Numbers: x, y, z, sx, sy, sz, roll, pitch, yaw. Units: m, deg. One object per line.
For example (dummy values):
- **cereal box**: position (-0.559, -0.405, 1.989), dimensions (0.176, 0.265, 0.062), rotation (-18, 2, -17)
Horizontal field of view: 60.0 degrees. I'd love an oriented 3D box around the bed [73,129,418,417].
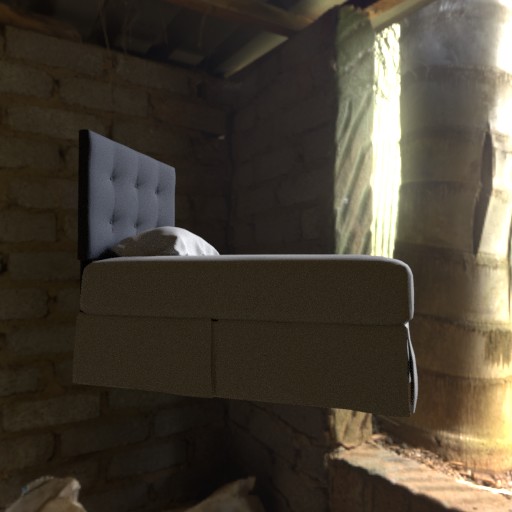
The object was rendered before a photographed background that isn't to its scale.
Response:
- **bed**: position (0.000, 0.000, 2.971), dimensions (1.997, 1.571, 1.261), rotation (0, -2, 18)
